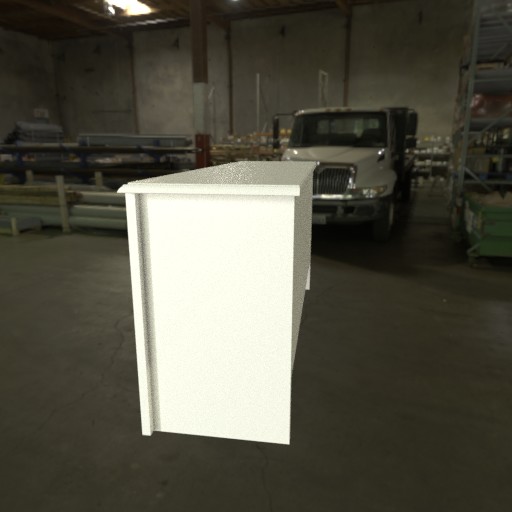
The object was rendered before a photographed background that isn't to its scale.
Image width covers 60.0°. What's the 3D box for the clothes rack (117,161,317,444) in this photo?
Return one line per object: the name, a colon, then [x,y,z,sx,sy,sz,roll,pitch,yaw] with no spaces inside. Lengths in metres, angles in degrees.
clothes rack: [0.000,0.000,1.363,0.324,0.531,1.120,2,14,9]
